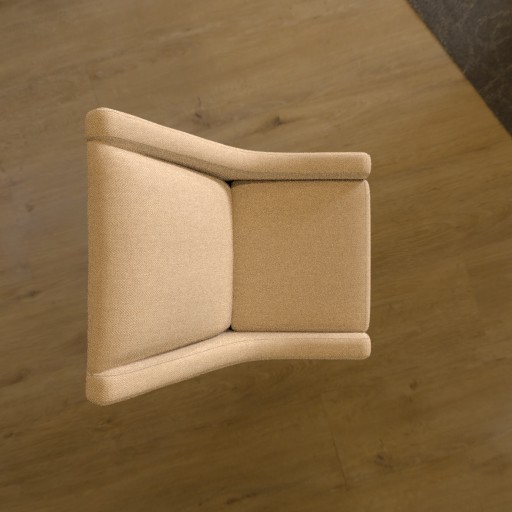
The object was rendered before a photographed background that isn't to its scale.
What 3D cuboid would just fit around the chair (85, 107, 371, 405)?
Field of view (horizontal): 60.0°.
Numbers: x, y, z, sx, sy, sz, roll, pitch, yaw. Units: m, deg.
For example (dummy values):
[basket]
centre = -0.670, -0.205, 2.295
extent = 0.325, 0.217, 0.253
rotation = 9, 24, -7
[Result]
[chair]
centre = 0.000, 0.000, 1.601
extent = 0.870, 1.014, 0.774
rotation = 0, 90, 1
